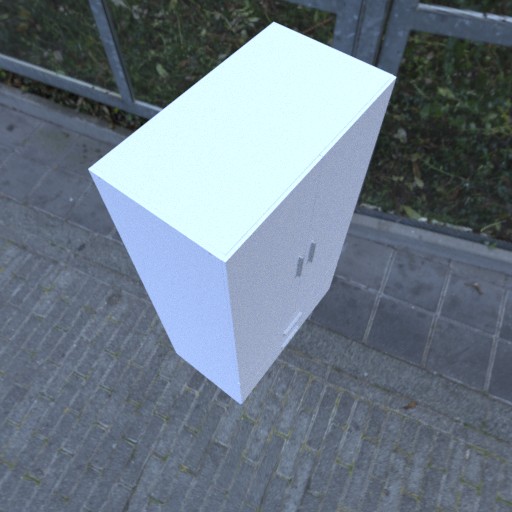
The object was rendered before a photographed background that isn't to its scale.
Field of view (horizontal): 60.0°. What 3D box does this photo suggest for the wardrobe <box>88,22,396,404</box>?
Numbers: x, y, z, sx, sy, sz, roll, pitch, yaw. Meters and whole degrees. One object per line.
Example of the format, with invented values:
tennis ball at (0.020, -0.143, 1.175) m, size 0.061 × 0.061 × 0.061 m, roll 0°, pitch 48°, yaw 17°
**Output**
wardrobe at (0.000, 0.000, 2.285) m, size 0.577 × 1.808 × 0.991 m, roll 33°, pitch 65°, yaw 18°
